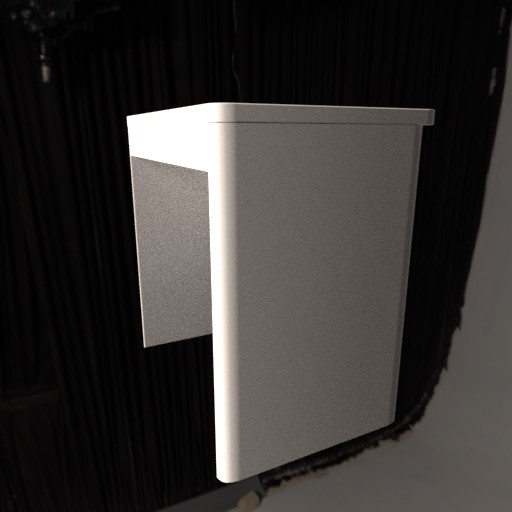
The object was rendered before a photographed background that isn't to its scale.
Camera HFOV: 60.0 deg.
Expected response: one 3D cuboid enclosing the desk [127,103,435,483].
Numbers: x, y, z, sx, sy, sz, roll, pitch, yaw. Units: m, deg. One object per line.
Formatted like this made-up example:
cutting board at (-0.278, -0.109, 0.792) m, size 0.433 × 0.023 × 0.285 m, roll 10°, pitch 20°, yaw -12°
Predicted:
desk at (0.000, 0.000, 1.308) m, size 0.549 × 0.800 × 0.762 m, roll -8°, pitch 17°, yaw -26°
